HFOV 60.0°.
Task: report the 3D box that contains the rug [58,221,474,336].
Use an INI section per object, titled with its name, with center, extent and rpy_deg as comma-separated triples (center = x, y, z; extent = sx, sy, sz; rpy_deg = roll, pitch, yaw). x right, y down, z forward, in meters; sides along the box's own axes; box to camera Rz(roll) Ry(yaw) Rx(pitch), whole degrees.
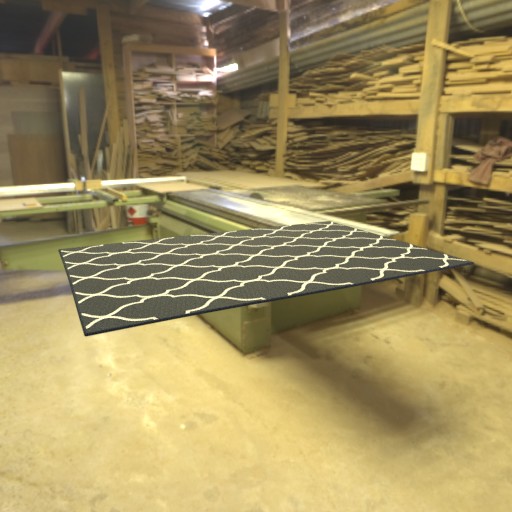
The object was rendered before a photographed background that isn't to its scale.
[rug]
center = 0.000, 0.000, 2.908
extent = 2.294, 0.014, 1.528
rpy_deg = -8, 17, -26
